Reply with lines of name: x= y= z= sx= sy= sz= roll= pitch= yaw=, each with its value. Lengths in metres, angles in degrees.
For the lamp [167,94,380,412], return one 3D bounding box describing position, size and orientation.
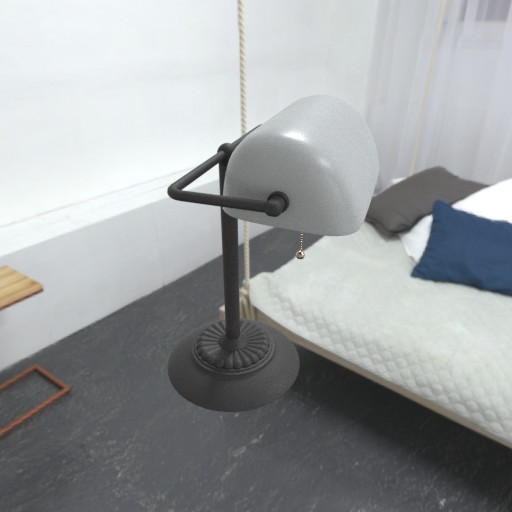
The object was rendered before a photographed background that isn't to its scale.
lamp: x=0.000 y=0.000 z=0.515 sx=0.243 sy=0.339 sz=0.264 roll=10 pitch=31 yaw=17
